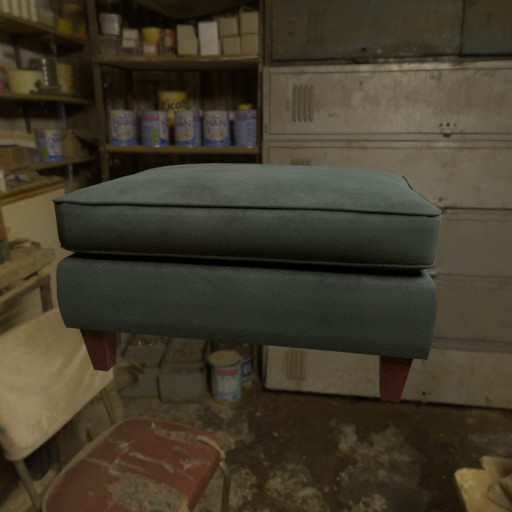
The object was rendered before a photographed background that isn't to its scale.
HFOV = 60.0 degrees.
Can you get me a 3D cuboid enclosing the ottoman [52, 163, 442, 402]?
[{"bbox_3d":[0.000,0.000,1.262,0.864,0.495,0.632,3,17,10],"label":"ottoman"}]
